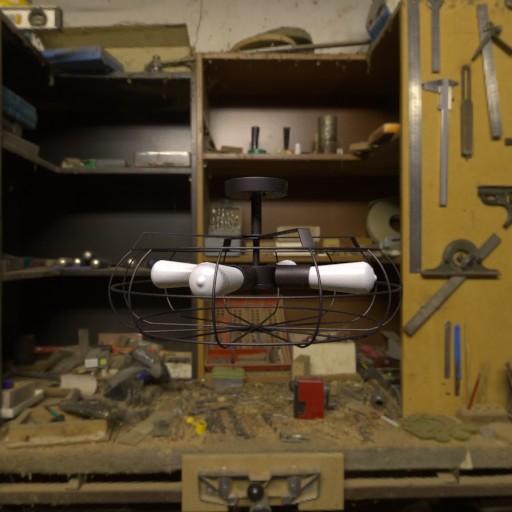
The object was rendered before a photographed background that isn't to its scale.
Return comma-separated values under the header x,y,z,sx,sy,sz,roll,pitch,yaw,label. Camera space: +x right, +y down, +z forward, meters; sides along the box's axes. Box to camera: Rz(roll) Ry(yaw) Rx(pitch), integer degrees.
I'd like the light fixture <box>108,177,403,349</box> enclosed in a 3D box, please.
x,y,z,sx,sy,sz,roll,pitch,yaw,label
0.000,0.000,0.931,0.582,0.311,0.582,0,1,0,light fixture
